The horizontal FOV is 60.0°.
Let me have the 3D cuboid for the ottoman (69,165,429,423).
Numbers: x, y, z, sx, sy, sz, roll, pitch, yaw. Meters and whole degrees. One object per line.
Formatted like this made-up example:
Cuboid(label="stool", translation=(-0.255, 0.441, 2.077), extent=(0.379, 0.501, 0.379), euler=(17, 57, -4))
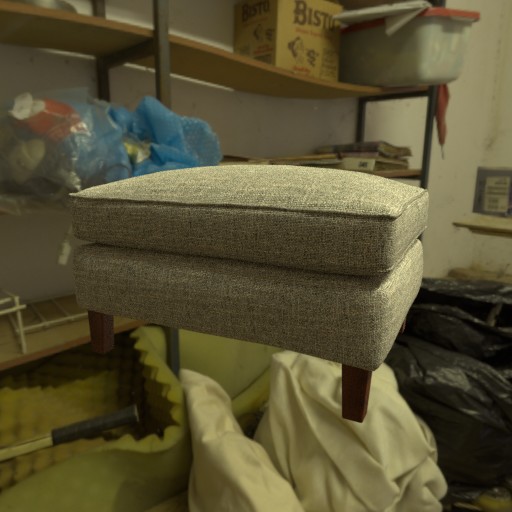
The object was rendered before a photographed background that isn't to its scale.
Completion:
Cuboid(label="ottoman", translation=(0.000, 0.000, 1.008), extent=(0.686, 0.406, 0.508), euler=(7, 15, 26))
